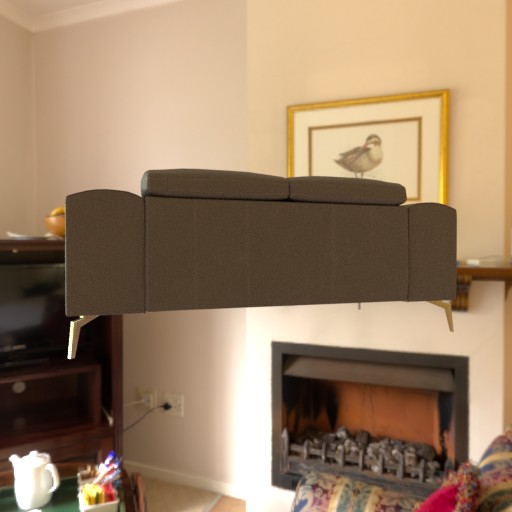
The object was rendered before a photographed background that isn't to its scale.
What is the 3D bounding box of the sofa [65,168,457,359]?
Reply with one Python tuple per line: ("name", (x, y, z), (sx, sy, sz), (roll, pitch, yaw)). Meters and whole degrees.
("sofa", (0.000, 0.000, 2.456), (1.895, 0.779, 1.003), (0, 1, -18))
